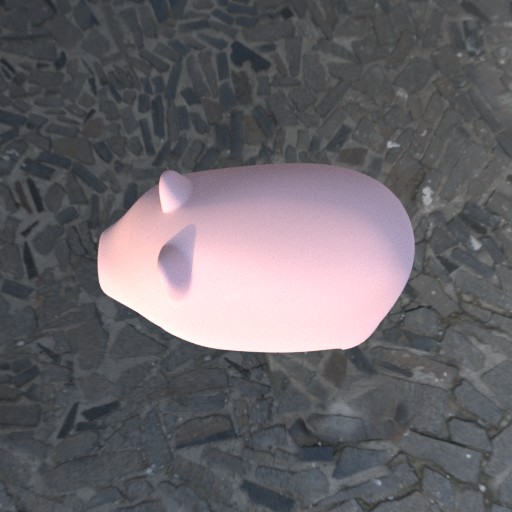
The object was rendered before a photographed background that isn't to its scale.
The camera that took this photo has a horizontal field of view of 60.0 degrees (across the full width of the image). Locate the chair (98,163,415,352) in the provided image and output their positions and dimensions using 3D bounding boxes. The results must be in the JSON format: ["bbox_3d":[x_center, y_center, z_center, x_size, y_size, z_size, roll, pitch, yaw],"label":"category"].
[{"bbox_3d":[0.000,0.000,0.875,0.619,0.423,0.364,-2,75,0],"label":"chair"}]
